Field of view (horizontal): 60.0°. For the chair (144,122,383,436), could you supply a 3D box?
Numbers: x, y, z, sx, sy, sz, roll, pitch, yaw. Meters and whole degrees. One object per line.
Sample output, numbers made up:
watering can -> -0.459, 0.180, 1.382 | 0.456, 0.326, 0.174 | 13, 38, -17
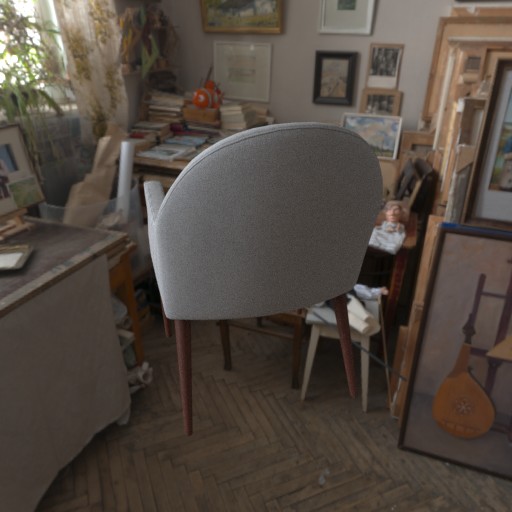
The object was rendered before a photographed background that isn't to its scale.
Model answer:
chair -> 0.000, 0.000, 1.347 | 0.610, 0.889, 0.620 | -8, 28, -15
